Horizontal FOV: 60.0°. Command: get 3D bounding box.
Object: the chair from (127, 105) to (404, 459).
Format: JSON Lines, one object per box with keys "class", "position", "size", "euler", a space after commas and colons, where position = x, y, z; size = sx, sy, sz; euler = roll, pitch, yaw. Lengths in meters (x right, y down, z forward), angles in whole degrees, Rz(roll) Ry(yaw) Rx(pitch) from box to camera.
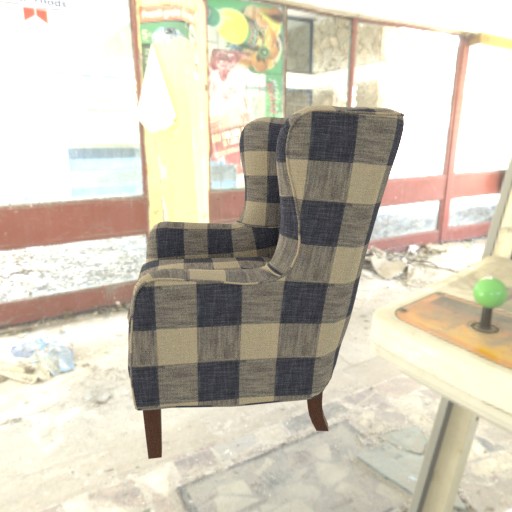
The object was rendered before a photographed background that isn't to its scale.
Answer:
{"class": "chair", "position": [0.000, 0.000, 1.654], "size": [0.889, 1.041, 0.830], "euler": [-3, 15, -10]}
